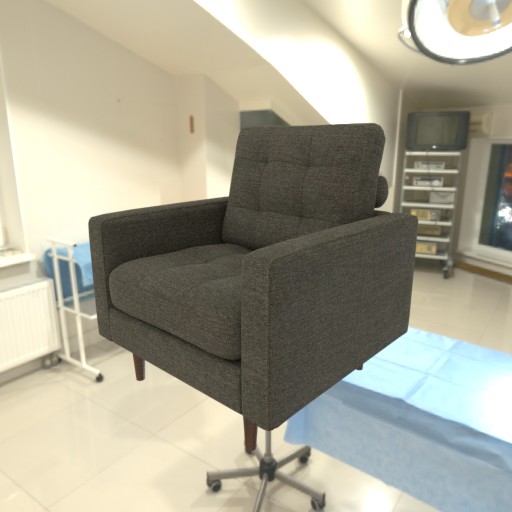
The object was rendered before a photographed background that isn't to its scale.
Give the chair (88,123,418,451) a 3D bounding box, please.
[{"bbox_3d":[0.000,0.000,1.528,0.821,0.880,0.843,13,20,41],"label":"chair"}]
